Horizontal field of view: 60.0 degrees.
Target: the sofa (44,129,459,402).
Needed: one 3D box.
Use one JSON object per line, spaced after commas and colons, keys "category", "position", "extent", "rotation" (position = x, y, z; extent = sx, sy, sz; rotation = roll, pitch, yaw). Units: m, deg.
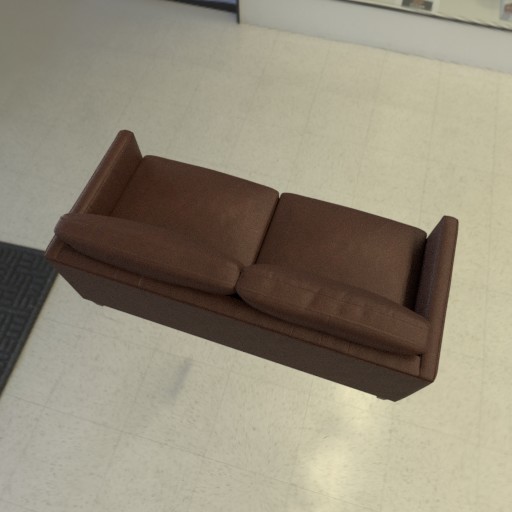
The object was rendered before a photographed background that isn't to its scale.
{"category": "sofa", "position": [0.000, 0.000, 2.477], "extent": [1.971, 0.863, 0.923], "rotation": [17, 64, 8]}
